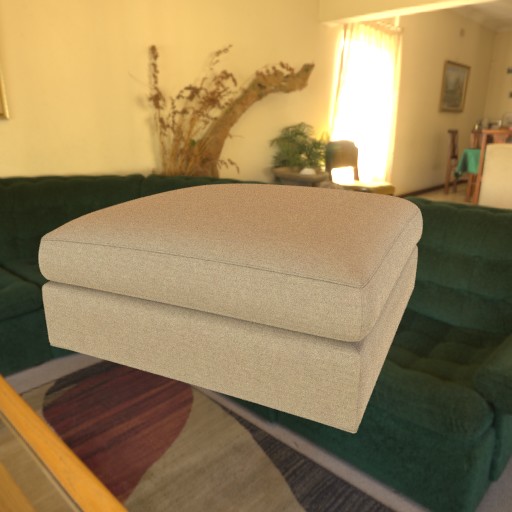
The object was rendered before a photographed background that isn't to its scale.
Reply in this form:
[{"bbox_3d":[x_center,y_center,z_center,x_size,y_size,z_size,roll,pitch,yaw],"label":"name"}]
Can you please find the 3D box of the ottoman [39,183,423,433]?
[{"bbox_3d":[0.000,0.000,1.618,1.041,0.470,1.041,8,19,25],"label":"ottoman"}]
